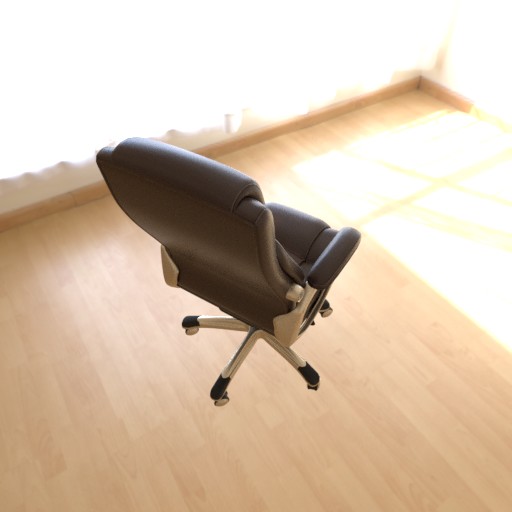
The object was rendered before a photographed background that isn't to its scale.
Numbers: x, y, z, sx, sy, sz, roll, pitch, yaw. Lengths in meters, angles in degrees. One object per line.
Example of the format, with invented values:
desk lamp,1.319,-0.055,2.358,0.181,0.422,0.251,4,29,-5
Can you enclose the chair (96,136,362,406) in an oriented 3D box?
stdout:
chair,0.000,0.000,1.638,0.692,1.194,0.749,24,50,22
